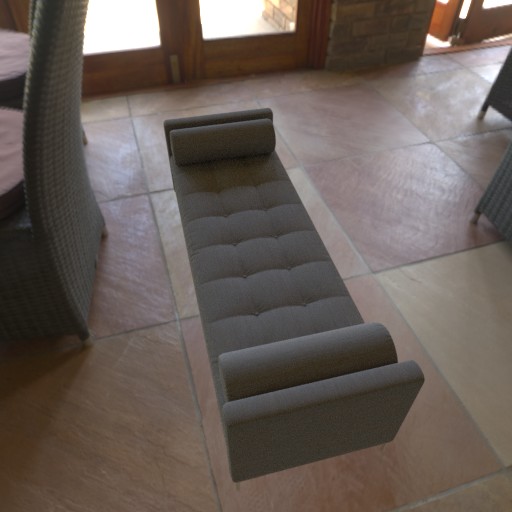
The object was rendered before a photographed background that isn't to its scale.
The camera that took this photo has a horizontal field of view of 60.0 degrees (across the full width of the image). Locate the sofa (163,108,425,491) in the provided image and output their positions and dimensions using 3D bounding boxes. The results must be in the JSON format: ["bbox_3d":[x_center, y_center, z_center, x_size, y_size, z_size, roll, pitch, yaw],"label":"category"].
[{"bbox_3d":[0.000,0.000,2.302,0.686,0.635,1.981,-10,46,-10],"label":"sofa"}]
